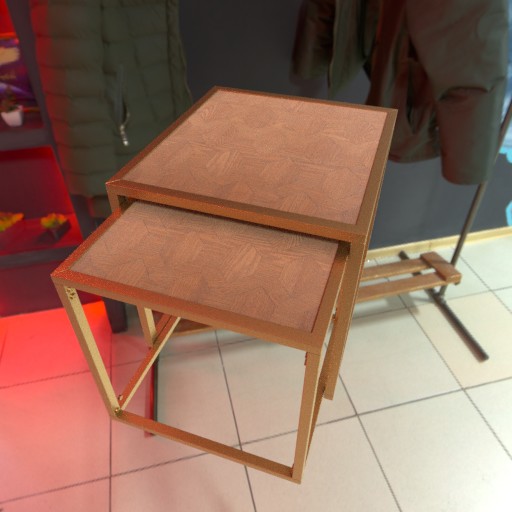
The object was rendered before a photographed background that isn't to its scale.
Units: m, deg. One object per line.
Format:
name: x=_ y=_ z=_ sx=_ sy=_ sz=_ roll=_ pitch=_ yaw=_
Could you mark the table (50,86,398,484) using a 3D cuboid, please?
table: x=0.000 y=0.000 z=1.079 sx=0.505 sy=0.505 sz=0.762 roll=12 pitch=42 yaw=14
